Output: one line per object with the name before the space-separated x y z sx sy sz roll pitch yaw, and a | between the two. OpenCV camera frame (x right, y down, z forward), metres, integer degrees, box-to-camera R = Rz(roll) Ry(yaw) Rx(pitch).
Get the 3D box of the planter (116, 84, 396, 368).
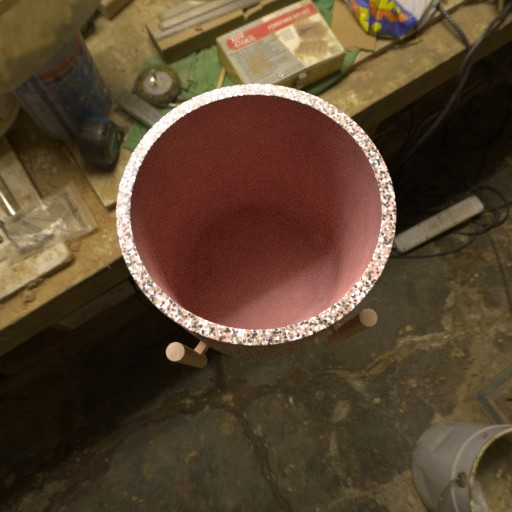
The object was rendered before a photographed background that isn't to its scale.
planter | 0.000 0.000 0.681 0.360 0.419 0.360 -31 77 -8
